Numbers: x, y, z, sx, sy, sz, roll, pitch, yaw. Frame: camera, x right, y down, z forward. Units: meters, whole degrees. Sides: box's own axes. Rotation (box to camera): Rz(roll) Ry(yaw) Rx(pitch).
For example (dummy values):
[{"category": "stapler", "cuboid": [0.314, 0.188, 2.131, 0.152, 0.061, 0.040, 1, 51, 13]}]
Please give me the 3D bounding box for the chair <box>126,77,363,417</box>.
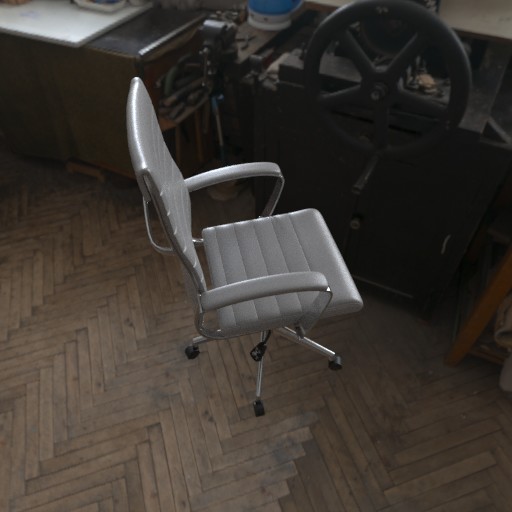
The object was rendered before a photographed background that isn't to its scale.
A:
[{"category": "chair", "cuboid": [0.000, 0.000, 1.556, 0.667, 1.149, 0.679, -9, 48, -8]}]
